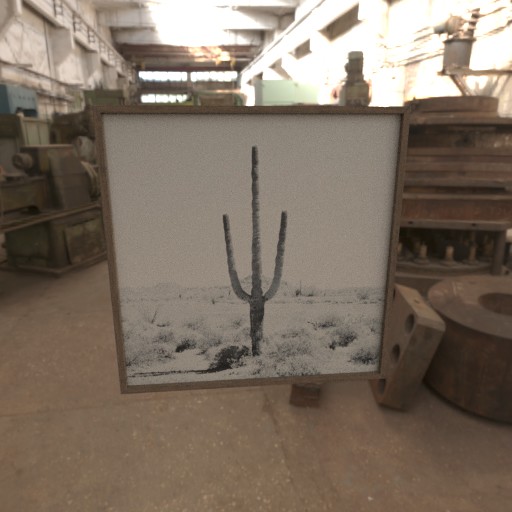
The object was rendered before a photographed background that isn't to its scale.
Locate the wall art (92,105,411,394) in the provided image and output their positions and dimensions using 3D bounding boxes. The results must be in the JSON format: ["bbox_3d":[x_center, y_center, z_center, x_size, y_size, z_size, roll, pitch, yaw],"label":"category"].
[{"bbox_3d":[0.000,0.000,0.793,0.508,0.508,0.038,-2,17,-6],"label":"wall art"}]
